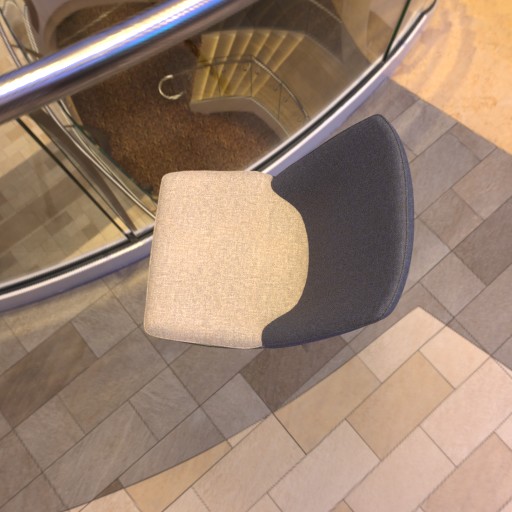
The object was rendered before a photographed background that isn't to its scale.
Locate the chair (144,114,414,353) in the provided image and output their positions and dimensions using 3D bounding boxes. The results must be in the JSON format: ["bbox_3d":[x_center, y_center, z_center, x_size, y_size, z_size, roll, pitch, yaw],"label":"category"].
[{"bbox_3d":[0.000,0.000,1.162,0.551,0.839,0.480,3,75,1],"label":"chair"}]
